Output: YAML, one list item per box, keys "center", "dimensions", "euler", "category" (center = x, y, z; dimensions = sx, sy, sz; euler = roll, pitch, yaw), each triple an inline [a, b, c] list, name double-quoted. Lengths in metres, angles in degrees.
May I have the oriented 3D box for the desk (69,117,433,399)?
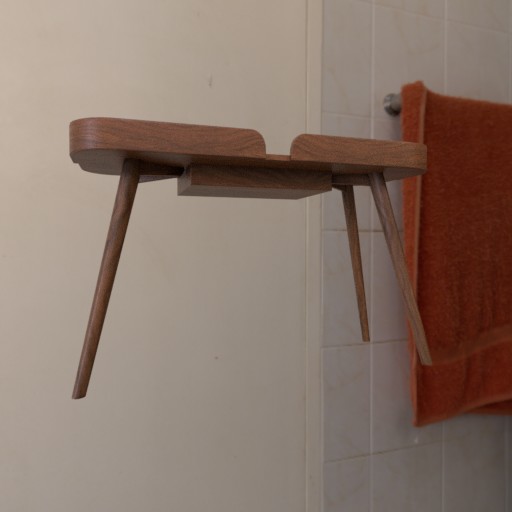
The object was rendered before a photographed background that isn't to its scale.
- center: [0.000, 0.000, 1.646]
  dimensions: [1.256, 0.800, 0.486]
  euler: [0, 1, -17]
  category: "desk"
